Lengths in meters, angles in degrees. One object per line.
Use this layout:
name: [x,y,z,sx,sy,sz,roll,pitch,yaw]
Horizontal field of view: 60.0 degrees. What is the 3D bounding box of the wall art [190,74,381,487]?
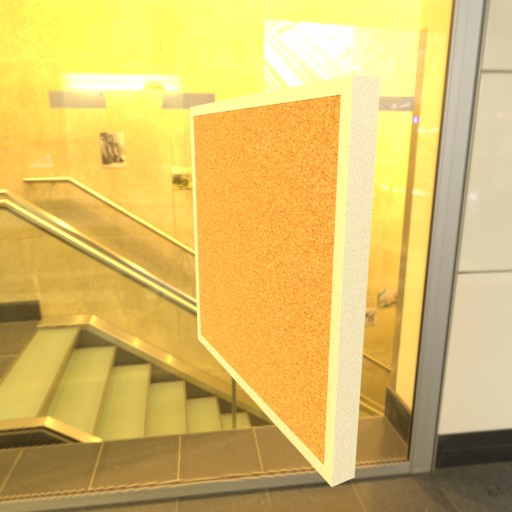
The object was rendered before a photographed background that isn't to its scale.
wall art: [0.000,0.000,0.744,0.038,0.505,0.506,-7,16,-26]
